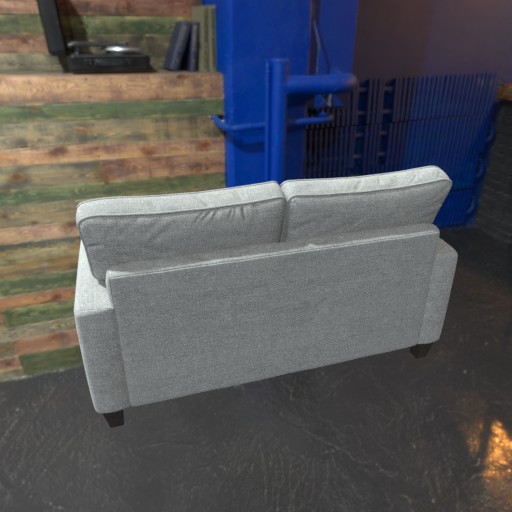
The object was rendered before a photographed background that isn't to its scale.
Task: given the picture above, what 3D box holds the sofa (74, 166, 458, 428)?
[{"bbox_3d":[0.000,0.000,2.209,1.651,0.965,0.965,-8,28,-15],"label":"sofa"}]
